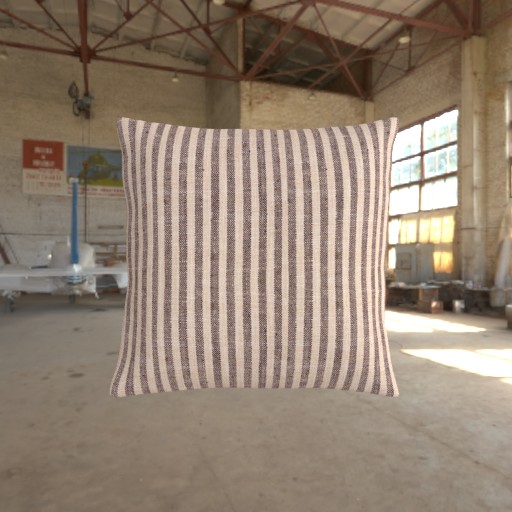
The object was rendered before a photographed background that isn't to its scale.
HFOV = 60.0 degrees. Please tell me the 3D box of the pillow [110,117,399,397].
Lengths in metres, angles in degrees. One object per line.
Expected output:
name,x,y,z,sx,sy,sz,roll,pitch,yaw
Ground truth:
pillow,0.000,0.000,0.803,0.523,0.506,0.166,0,0,0
